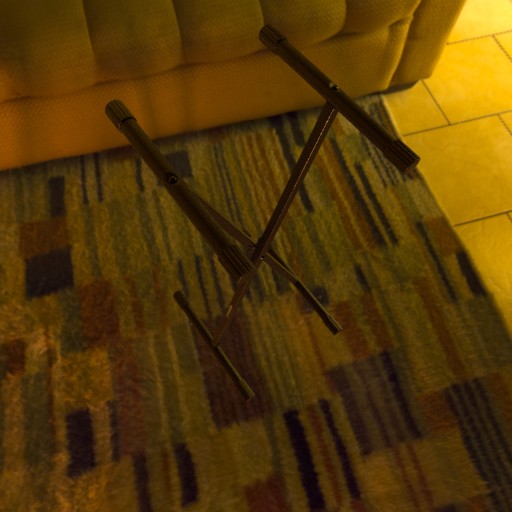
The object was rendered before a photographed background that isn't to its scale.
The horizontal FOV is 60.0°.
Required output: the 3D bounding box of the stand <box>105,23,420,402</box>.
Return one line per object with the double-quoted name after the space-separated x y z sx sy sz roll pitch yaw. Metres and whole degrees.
0.000 0.000 1.146 0.409 0.940 0.449 -33 69 -15 "stand"
